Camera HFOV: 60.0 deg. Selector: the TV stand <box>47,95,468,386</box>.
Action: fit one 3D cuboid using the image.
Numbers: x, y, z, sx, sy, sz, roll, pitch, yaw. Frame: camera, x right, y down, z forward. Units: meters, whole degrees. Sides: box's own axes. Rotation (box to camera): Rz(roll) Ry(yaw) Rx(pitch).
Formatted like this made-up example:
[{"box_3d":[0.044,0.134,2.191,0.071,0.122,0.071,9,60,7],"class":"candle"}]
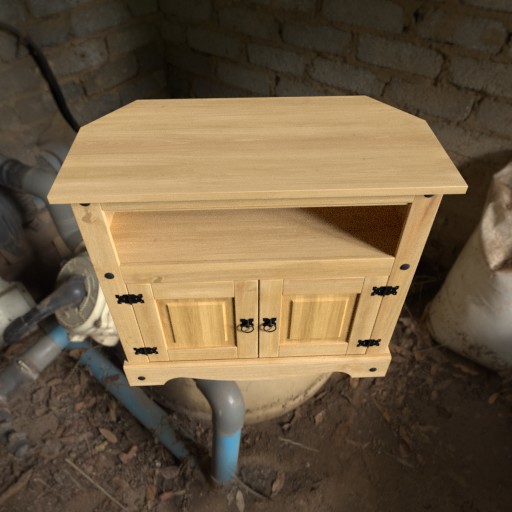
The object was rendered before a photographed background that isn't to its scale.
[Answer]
[{"box_3d":[0.000,0.000,1.319,0.851,0.781,0.425,-2,44,-2],"class":"TV stand"}]
